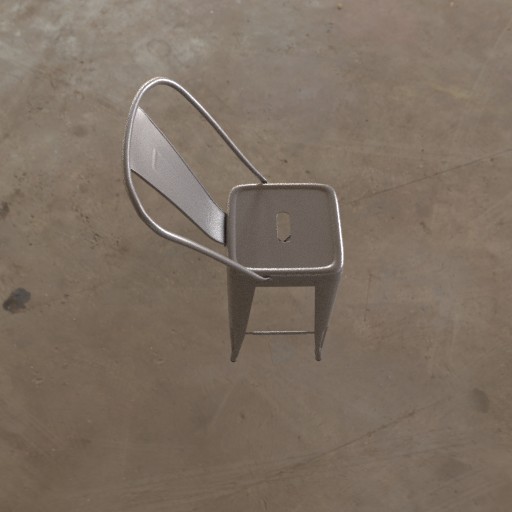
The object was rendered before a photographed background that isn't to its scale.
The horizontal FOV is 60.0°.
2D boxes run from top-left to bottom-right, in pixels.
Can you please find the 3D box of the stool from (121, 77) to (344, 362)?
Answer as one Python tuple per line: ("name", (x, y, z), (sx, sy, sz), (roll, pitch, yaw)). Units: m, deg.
("stool", (0.000, 0.000, 1.344), (0.513, 1.096, 0.399), (-1, 63, 0))
